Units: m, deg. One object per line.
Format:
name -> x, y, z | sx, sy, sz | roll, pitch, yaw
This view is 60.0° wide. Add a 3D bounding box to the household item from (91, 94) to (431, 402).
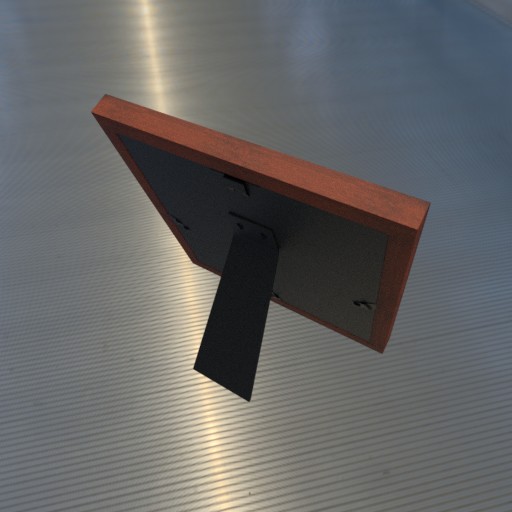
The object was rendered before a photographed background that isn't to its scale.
household item -> 0.000, 0.000, 0.377 | 0.240, 0.240, 0.131 | 24, 50, 22
